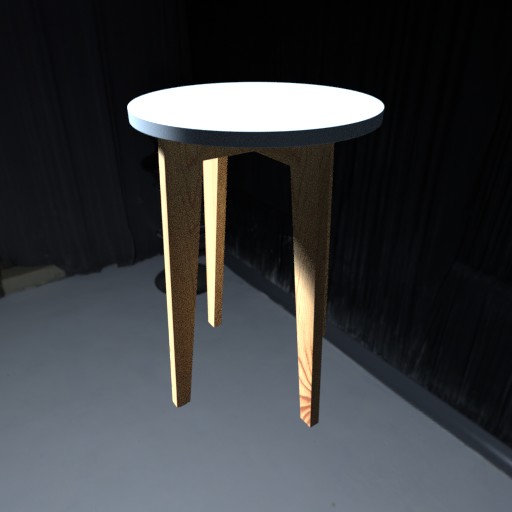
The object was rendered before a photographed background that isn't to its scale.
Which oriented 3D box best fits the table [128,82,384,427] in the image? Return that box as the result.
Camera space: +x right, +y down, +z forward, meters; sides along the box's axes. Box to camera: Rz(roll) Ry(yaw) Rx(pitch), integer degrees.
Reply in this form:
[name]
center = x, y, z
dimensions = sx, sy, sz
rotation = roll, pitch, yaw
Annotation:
[table]
center = 0.000, 0.000, 0.745
dimensions = 0.350, 0.500, 0.350
rotation = 0, 29, 0
